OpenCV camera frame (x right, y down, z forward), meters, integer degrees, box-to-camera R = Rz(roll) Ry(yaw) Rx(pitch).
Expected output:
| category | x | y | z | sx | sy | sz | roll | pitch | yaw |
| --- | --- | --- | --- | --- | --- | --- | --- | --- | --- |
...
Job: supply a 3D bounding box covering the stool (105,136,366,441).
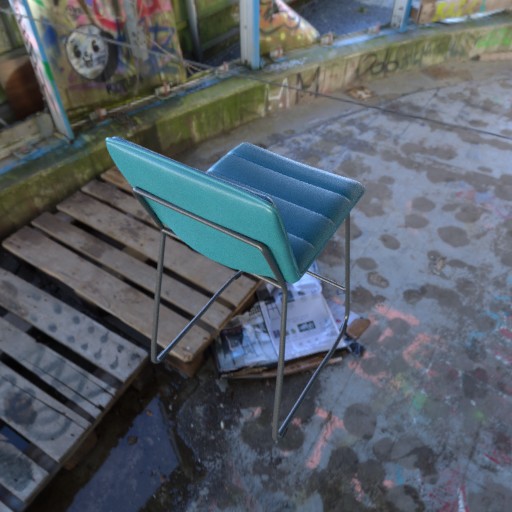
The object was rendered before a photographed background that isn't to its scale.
| category | x | y | z | sx | sy | sz | roll | pitch | yaw |
| --- | --- | --- | --- | --- | --- | --- | --- | --- | --- |
| stool | 0.000 | 0.000 | 1.218 | 0.489 | 0.866 | 0.524 | 25 | 51 | 22 |
